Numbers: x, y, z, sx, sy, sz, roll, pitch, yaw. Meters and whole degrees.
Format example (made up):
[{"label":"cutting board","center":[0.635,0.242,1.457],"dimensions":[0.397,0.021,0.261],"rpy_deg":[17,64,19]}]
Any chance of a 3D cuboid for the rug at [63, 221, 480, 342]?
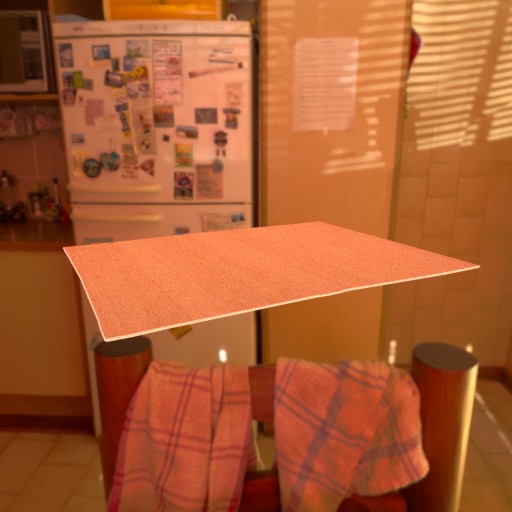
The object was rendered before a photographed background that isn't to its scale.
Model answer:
[{"label":"rug","center":[0.000,0.000,4.221],"dimensions":[3.202,0.045,2.434],"rpy_deg":[-8,17,-26]}]
